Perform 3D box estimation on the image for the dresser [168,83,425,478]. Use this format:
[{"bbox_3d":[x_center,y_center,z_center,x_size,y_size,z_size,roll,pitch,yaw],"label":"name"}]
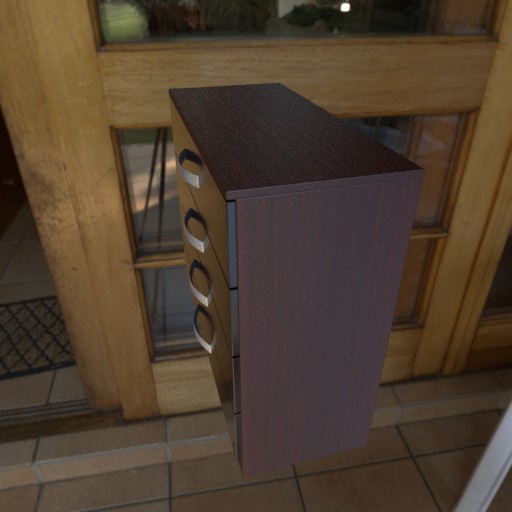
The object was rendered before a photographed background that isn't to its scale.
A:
[{"bbox_3d":[0.000,0.000,1.176,0.360,0.720,0.750,-9,33,-13],"label":"dresser"}]
